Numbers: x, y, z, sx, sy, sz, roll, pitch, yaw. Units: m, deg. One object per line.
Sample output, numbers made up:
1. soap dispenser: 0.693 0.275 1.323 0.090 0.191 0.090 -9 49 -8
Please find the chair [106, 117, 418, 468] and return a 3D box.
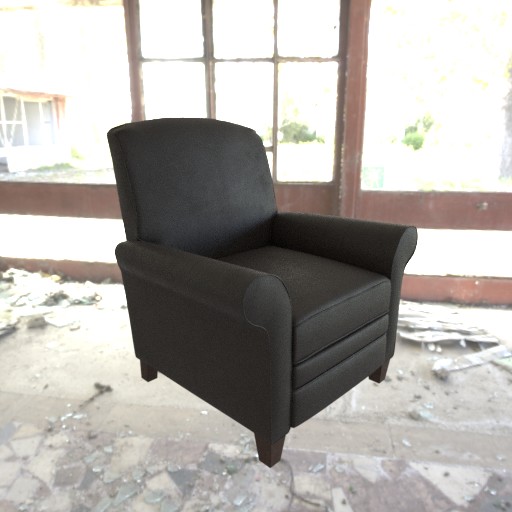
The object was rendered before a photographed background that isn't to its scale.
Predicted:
1. chair: 0.000 0.000 1.750 0.902 1.061 0.978 15 22 42
